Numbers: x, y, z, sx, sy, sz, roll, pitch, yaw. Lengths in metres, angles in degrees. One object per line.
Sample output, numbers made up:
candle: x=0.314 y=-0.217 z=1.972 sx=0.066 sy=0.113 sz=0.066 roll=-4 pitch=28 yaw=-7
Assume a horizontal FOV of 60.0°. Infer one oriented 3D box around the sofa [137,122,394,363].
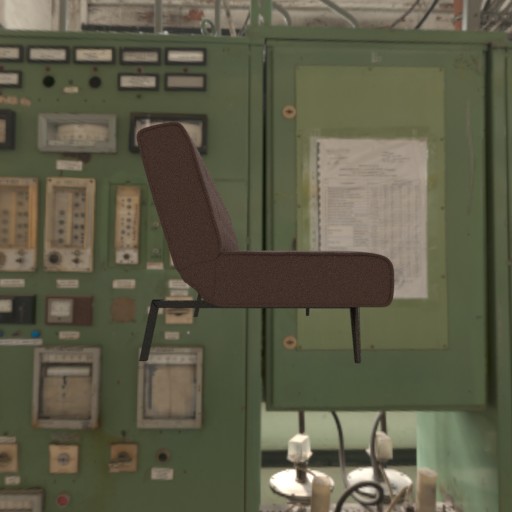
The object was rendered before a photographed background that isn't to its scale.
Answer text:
sofa: x=0.000 y=0.000 z=2.048 sx=0.747 sy=0.699 sz=1.703 roll=0 pitch=-1 yaw=0
